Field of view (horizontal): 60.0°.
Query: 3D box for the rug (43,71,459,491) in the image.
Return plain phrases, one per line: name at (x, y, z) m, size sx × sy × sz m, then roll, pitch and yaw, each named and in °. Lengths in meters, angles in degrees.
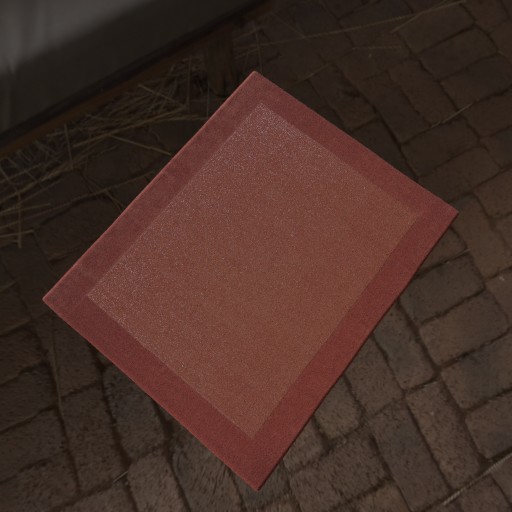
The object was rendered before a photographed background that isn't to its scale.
rug at (0.000, 0.000, 3.958) m, size 2.430 × 0.018 × 2.976 m, roll 38°, pitch 79°, yaw 9°
